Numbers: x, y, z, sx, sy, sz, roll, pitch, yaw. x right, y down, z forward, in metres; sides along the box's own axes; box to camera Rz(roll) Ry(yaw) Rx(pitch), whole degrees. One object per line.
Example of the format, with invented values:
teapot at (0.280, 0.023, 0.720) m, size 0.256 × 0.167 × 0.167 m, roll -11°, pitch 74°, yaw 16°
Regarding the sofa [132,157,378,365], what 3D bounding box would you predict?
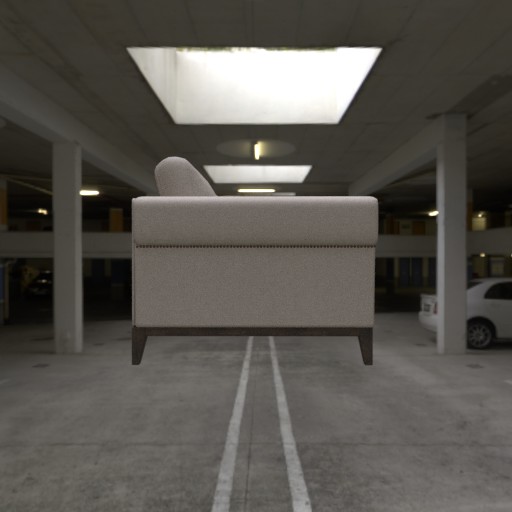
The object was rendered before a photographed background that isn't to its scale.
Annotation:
sofa at (0.000, 0.000, 2.805) m, size 0.959 × 0.838 × 2.210 m, roll 0°, pitch 0°, yaw 0°
